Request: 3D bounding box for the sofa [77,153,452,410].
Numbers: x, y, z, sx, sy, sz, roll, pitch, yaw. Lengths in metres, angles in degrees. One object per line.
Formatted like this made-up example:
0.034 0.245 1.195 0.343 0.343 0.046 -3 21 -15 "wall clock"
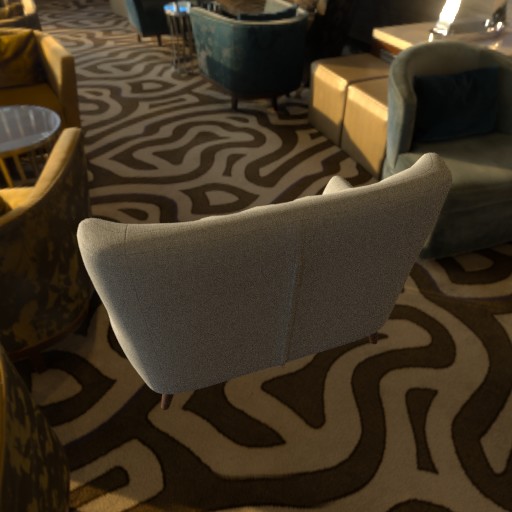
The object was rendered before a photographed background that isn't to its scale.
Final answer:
0.000 0.000 2.024 1.386 1.028 0.884 -13 42 -15 "sofa"
